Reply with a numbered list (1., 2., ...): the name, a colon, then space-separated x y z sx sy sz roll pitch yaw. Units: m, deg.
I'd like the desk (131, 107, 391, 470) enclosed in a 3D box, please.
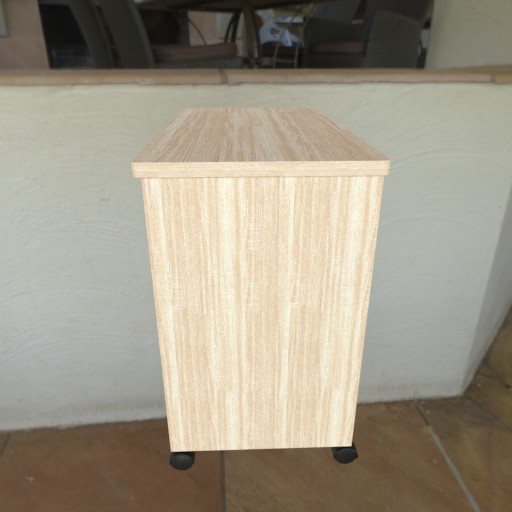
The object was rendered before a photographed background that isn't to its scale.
1. desk: 0.000 0.000 1.349 0.480 0.770 0.884 -1 24 -2
